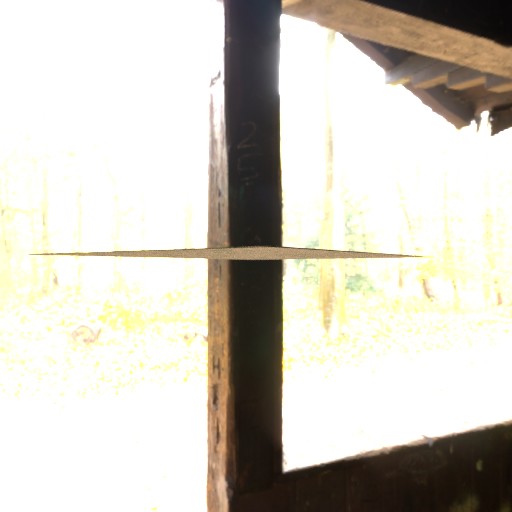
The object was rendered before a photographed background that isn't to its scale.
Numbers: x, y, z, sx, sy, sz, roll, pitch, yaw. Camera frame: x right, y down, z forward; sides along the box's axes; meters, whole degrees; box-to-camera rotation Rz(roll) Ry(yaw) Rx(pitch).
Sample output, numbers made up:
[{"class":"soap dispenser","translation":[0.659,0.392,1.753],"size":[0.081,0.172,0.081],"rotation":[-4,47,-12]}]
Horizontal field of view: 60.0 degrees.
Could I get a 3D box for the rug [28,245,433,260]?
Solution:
[{"class":"rug","translation":[0.000,0.000,4.159],"size":[2.436,0.007,3.045],"rotation":[-1,-2,36]}]
